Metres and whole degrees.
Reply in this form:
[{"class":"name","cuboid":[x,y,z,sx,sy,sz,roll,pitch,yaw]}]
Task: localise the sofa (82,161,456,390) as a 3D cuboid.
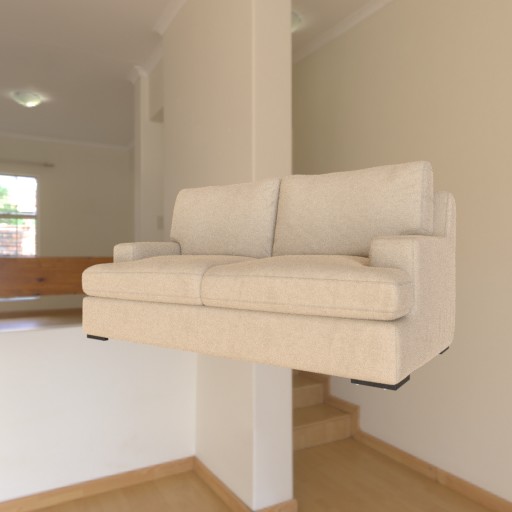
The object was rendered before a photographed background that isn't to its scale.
[{"class":"sofa","cuboid":[0.000,0.000,2.435,1.885,0.967,0.962,0,0,35]}]
